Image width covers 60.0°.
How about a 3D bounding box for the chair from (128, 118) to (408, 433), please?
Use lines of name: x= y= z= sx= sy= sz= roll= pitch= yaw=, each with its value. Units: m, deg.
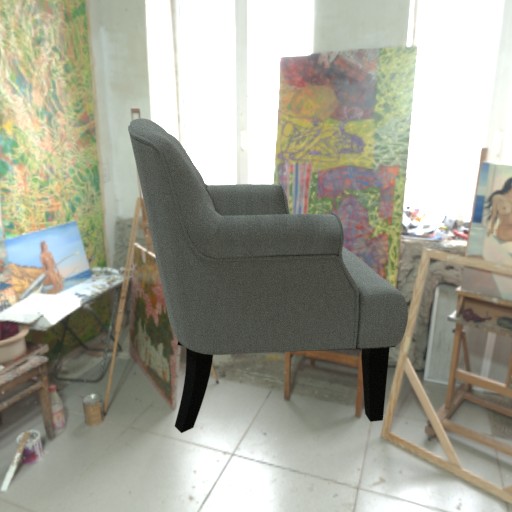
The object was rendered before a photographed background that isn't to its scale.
chair: x=0.000 y=0.000 z=1.487 sx=0.755 sy=0.880 sz=0.772 roll=-2 pitch=16 yaw=-9
